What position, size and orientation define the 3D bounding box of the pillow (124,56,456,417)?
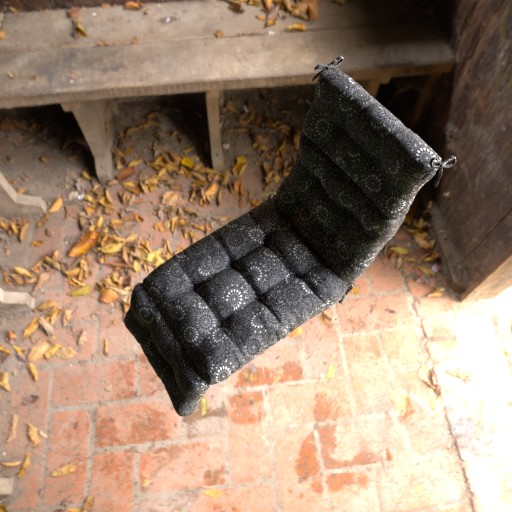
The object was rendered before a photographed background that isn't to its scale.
[{"bbox_3d":[0.000,0.000,1.526,1.016,0.863,0.526,-32,67,-15],"label":"pillow"}]
